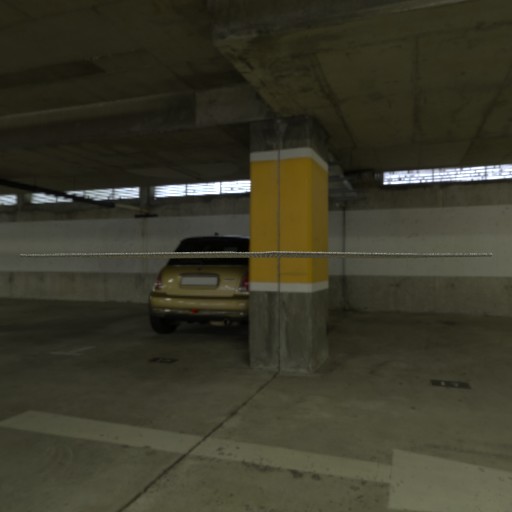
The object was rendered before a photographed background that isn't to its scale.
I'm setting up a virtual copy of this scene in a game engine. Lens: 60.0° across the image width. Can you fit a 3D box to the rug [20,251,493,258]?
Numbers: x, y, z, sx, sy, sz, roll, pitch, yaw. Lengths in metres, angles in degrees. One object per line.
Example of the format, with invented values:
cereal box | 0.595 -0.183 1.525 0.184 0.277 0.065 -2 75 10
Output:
rug | 0.000 0.000 2.238 1.789 0.021 1.159 0 -1 1
